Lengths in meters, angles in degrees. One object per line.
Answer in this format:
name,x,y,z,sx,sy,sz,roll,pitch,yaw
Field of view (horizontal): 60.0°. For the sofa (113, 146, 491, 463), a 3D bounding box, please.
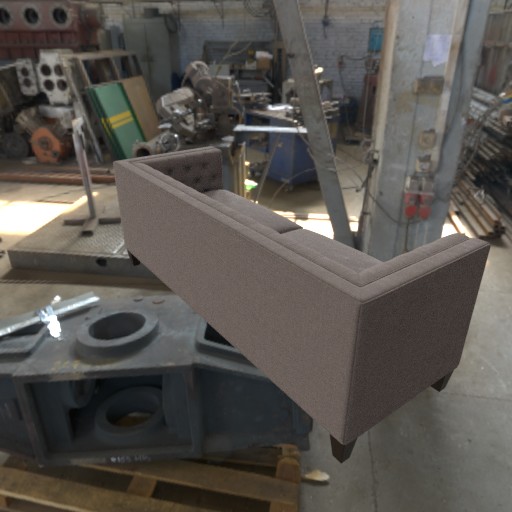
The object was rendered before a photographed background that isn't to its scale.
sofa,0.000,0.000,2.517,0.775,0.762,2.159,-18,32,-32
